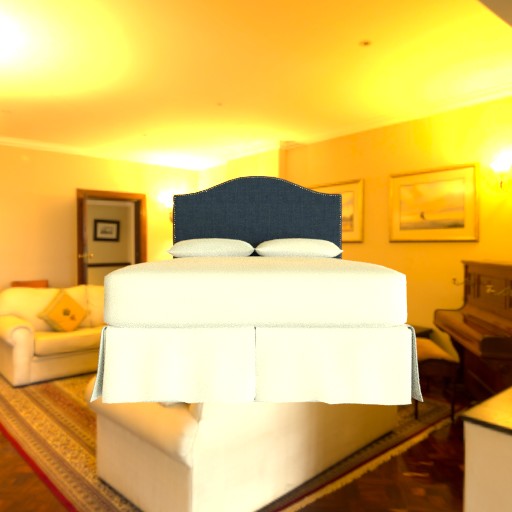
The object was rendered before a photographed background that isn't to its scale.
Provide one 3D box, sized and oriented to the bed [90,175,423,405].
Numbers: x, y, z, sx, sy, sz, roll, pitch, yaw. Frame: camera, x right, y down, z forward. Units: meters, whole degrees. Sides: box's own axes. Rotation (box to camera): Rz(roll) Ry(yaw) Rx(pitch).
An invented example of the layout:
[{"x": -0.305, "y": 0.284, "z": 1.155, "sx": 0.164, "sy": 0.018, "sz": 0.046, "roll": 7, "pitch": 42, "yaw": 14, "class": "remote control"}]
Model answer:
[{"x": 0.000, "y": 0.000, "z": 3.289, "sx": 1.713, "sy": 1.518, "sz": 2.153, "roll": 0, "pitch": 1, "yaw": 0, "class": "bed"}]
